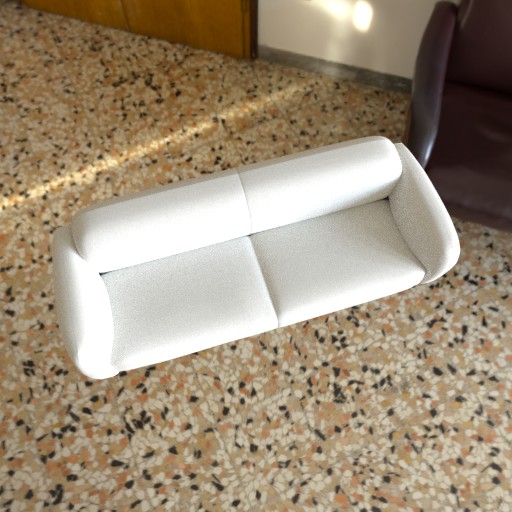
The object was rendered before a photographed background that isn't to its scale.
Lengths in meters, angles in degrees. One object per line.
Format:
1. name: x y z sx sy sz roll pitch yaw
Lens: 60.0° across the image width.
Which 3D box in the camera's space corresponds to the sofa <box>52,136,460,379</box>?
1. sofa: 0.000 0.000 2.677 2.257 0.780 0.880 -15 65 -7
